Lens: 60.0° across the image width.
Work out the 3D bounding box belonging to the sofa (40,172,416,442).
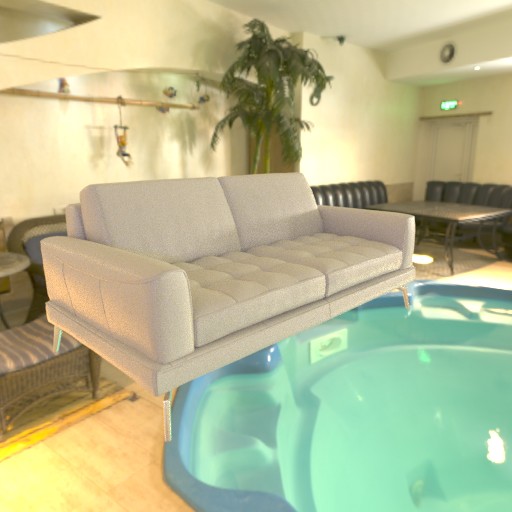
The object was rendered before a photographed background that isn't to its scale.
[{"bbox_3d":[0.000,0.000,2.700,1.121,0.930,2.177,13,19,43],"label":"sofa"}]
